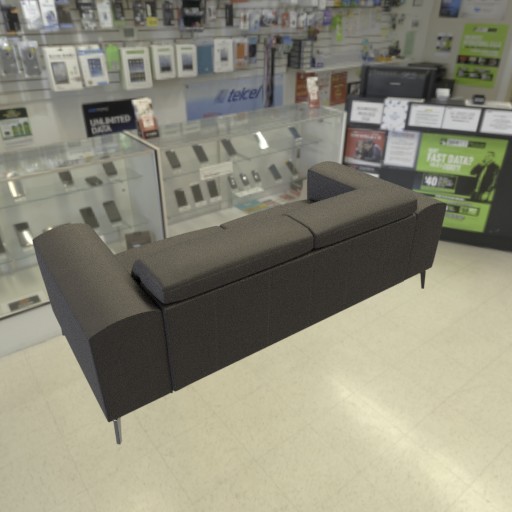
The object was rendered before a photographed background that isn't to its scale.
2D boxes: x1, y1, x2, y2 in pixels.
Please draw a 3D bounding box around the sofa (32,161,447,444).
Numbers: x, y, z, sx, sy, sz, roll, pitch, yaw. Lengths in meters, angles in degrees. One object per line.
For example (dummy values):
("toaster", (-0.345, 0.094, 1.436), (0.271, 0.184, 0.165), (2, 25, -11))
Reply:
("sofa", (0.000, 0.000, 2.765), (2.330, 0.814, 1.048), (-19, 35, -30))
